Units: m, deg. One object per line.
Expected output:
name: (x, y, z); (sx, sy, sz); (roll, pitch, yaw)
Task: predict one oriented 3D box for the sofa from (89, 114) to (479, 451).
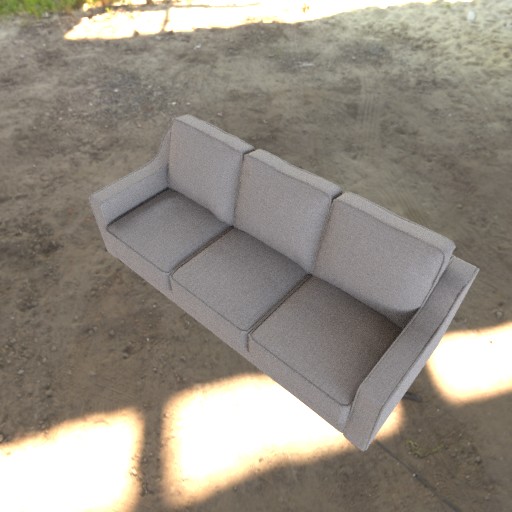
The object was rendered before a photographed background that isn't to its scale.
sofa: (0.000, 0.000, 2.620); (2.129, 0.950, 0.899); (32, 54, 27)
